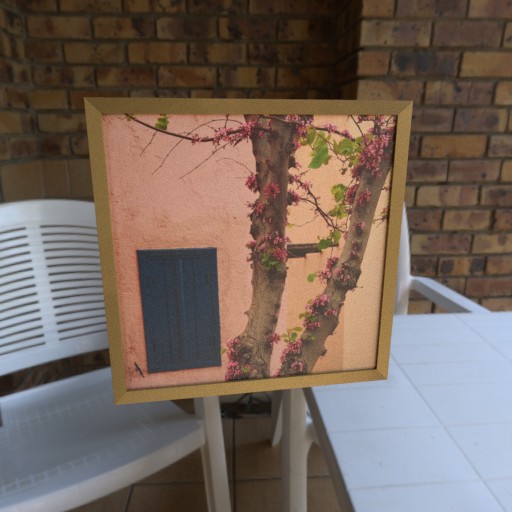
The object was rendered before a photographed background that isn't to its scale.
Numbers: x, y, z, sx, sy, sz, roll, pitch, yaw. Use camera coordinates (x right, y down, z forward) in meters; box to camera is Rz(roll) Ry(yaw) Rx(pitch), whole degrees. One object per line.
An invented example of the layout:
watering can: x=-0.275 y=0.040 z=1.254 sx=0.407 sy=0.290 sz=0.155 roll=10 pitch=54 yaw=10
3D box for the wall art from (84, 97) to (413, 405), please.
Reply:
wall art: x=0.000 y=0.000 z=0.763 sx=0.507 sy=0.508 sz=0.038 roll=-3 pitch=16 yaw=-9
